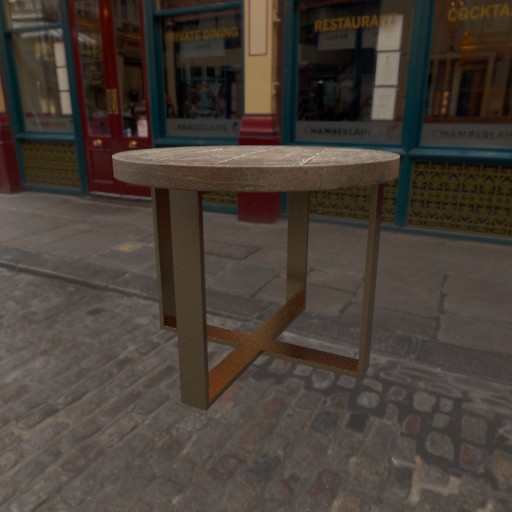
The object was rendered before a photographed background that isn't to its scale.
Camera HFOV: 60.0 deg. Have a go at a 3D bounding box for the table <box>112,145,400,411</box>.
[{"bbox_3d":[0.000,0.000,0.961,0.557,0.437,0.557,0,17,0],"label":"table"}]
